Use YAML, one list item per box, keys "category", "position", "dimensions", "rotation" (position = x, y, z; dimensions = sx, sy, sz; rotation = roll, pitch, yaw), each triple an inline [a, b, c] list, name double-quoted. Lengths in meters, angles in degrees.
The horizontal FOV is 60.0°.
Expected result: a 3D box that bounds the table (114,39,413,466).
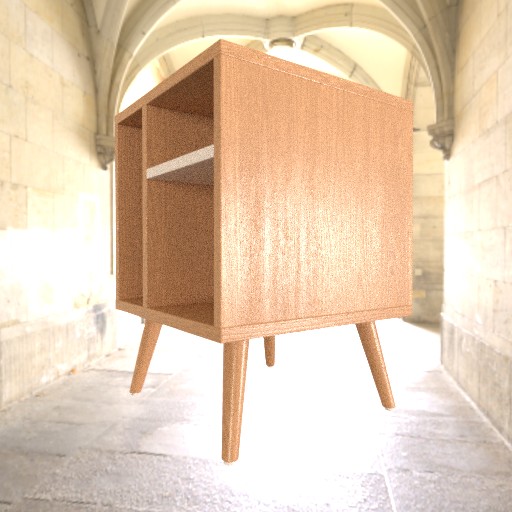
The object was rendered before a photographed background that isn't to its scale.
- category: "table"
  position: [0.000, 0.000, 0.834]
  dimensions: [0.400, 0.550, 0.400]
  rotation: [-1, 1, -36]
